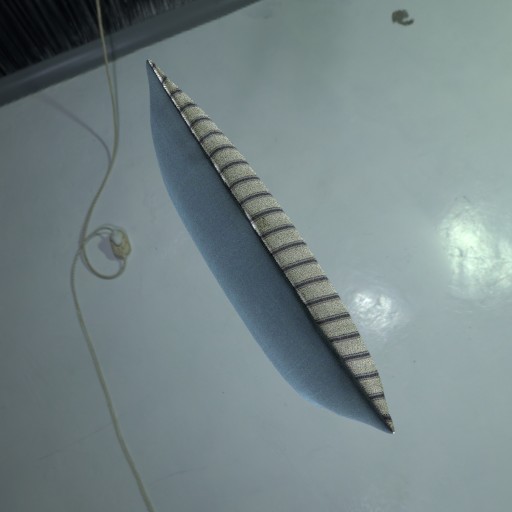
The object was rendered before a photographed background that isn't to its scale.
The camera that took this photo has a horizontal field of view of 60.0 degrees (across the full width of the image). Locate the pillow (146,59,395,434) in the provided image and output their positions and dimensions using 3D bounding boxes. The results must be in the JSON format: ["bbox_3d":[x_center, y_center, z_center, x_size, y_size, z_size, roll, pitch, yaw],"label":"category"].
[{"bbox_3d":[0.000,0.000,0.729,0.151,0.305,0.609,-31,77,-8],"label":"pillow"}]
